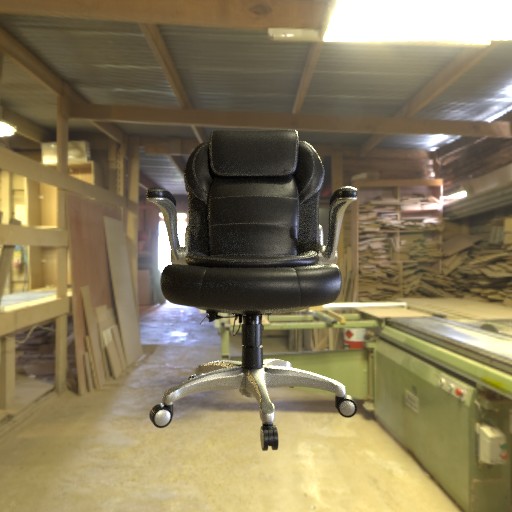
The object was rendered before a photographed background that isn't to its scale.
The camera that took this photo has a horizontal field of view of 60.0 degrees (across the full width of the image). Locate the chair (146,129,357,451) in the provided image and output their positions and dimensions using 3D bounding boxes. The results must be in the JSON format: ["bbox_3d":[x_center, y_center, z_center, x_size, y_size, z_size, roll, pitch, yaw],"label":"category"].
[{"bbox_3d":[0.000,0.000,1.669,0.724,1.141,0.801,0,-1,1],"label":"chair"}]
